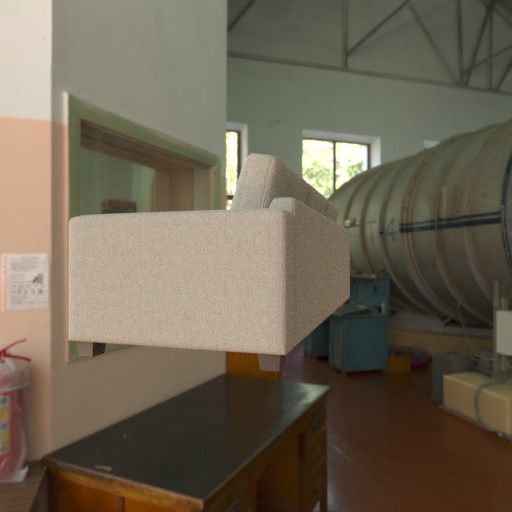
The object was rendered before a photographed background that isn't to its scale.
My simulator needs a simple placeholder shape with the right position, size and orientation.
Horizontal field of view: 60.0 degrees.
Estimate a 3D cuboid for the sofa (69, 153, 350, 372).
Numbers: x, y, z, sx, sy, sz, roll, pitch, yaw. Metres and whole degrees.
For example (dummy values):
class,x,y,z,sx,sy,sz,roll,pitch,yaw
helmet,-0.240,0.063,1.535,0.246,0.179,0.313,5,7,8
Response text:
class,x,y,z,sx,sy,sz,roll,pitch,yaw
sofa,0.000,0.000,2.636,0.900,0.800,2.160,0,0,17
